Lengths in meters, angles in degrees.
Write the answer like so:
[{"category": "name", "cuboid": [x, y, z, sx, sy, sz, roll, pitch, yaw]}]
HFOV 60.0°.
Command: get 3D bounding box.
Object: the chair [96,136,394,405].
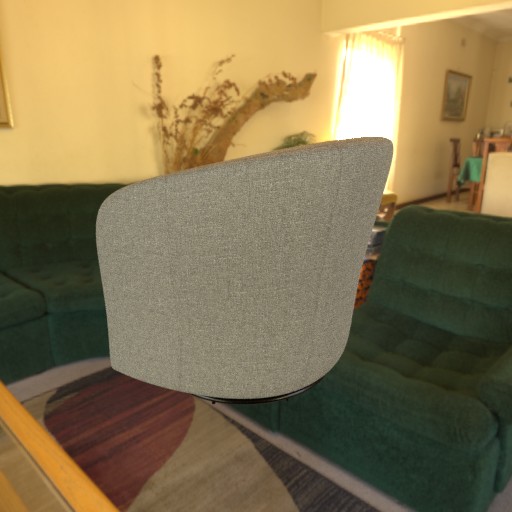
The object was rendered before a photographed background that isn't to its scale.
[{"category": "chair", "cuboid": [0.000, 0.000, 1.470, 0.815, 0.771, 0.791, 8, 17, 25]}]
